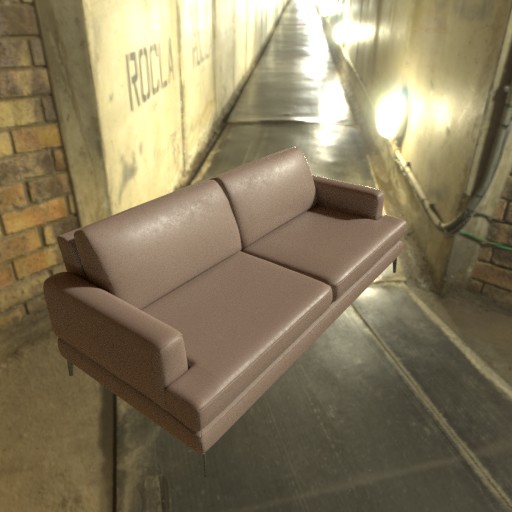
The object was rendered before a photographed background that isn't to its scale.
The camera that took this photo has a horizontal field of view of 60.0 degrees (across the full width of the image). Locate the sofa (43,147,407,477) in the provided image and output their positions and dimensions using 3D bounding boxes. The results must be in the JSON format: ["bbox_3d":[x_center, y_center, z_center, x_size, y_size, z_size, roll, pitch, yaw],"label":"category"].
[{"bbox_3d":[0.000,0.000,2.384,0.974,0.765,1.940,20,34,32],"label":"sofa"}]
